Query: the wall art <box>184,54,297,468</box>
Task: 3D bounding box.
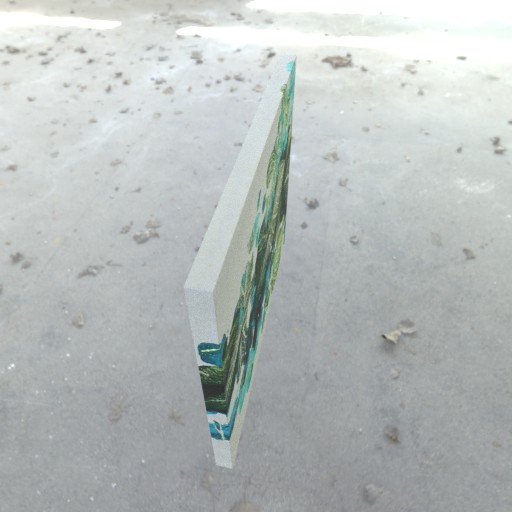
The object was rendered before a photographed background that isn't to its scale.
[{"bbox_3d":[0.000,0.000,0.994,0.043,0.610,0.711,8,47,8],"label":"wall art"}]
